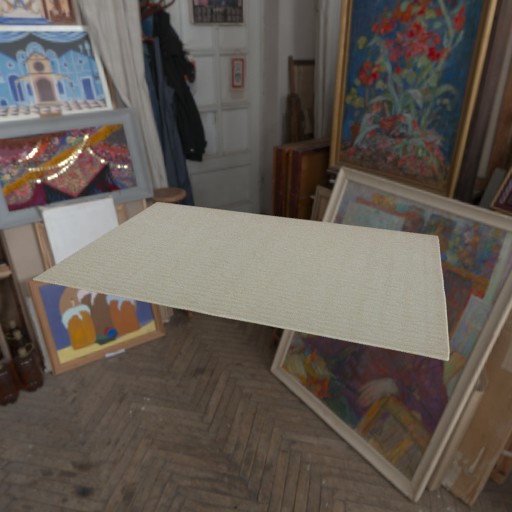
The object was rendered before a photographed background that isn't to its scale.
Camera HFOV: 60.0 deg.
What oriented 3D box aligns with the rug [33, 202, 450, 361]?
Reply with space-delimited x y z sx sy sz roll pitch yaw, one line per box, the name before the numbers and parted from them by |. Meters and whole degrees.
rug | 0.000 0.000 3.074 2.441 0.014 1.531 8 28 17
